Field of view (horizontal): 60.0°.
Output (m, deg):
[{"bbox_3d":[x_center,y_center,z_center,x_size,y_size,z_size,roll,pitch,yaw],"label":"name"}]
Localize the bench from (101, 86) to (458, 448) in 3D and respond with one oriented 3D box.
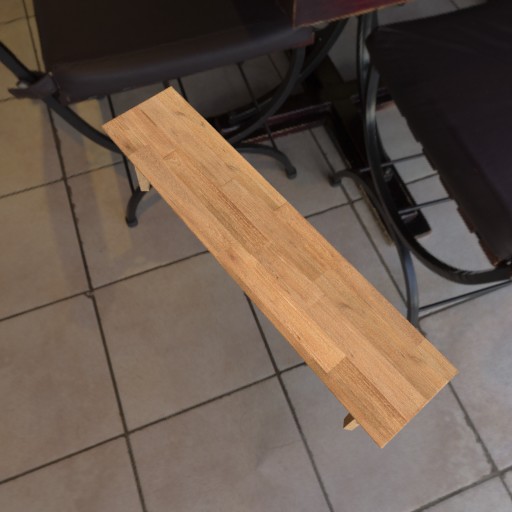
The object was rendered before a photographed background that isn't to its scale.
[{"bbox_3d":[0.000,0.000,1.922,0.378,0.431,1.698,-37,70,-16],"label":"bench"}]
